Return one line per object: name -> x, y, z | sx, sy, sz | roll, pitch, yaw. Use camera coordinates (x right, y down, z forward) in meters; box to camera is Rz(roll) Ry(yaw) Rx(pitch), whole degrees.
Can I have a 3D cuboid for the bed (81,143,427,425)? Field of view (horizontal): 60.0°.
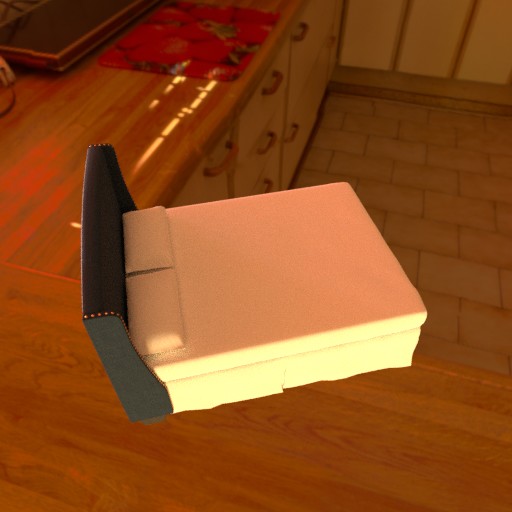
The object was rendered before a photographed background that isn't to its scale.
bed -> 0.000, 0.000, 3.333 | 2.223, 1.402, 1.604 | -10, 48, -9
